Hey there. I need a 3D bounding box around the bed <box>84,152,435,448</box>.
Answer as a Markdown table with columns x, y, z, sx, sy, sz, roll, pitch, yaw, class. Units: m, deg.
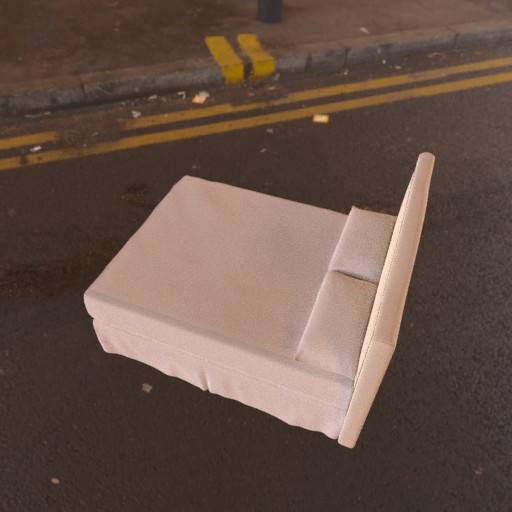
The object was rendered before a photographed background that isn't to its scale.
| x | y | z | sx | sy | sz | roll | pitch | yaw | class |
| --- | --- | --- | --- | --- | --- | --- | --- | --- | --- |
| 0.000 | 0.000 | 3.389 | 2.143 | 1.460 | 1.753 | 16 | 48 | 15 | bed |
